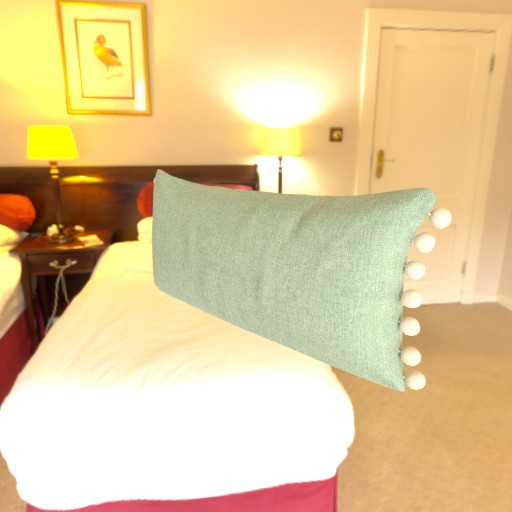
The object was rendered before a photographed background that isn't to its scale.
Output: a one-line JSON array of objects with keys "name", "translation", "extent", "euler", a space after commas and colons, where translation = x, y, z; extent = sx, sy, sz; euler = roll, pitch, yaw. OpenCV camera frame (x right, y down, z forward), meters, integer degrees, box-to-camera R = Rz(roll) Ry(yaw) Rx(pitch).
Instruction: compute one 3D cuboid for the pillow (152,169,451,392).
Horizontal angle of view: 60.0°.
[{"name": "pillow", "translation": [0.000, 0.000, 0.864], "extent": [0.709, 0.322, 0.201], "euler": [15, 22, 42]}]
